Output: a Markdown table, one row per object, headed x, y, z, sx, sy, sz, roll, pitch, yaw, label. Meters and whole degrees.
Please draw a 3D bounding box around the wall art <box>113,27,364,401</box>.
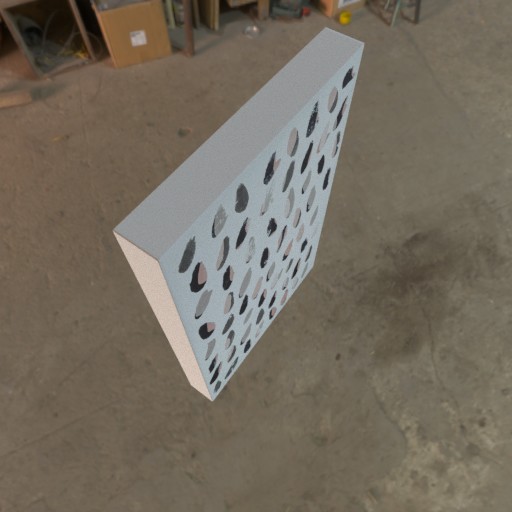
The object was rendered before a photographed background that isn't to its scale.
| x | y | z | sx | sy | sz | roll | pitch | yaw | label |
| --- | --- | --- | --- | --- | --- | --- | --- | --- | --- |
| 0.000 | 0.000 | 0.483 | 0.039 | 0.381 | 0.252 | 32 | 65 | 17 | wall art |
